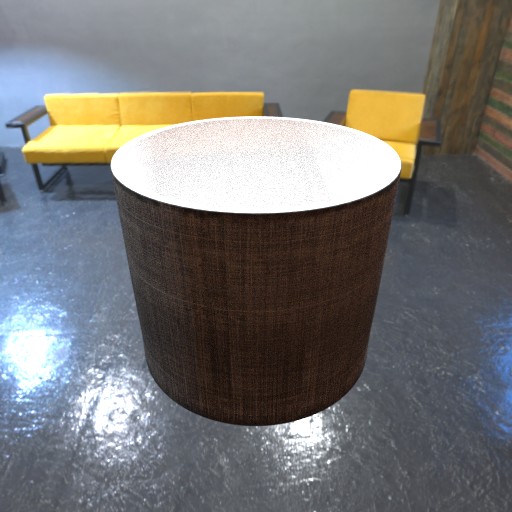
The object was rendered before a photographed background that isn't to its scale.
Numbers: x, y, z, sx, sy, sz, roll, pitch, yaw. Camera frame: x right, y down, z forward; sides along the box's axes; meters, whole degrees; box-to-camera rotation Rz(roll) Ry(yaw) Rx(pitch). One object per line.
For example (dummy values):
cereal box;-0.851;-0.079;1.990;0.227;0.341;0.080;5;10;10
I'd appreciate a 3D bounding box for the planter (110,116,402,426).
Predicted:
planter;0.000;0.000;0.458;0.254;0.221;0.254;0;31;0
